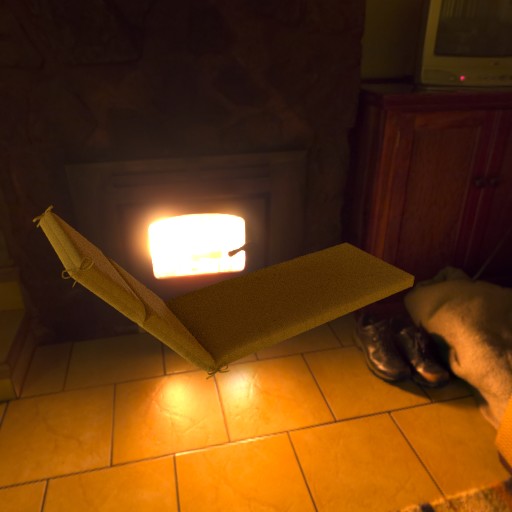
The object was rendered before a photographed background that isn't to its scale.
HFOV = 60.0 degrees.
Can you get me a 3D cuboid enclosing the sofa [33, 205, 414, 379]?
[{"bbox_3d":[0.000,0.000,1.987,1.663,0.622,0.582,-16,31,-30],"label":"sofa"}]
